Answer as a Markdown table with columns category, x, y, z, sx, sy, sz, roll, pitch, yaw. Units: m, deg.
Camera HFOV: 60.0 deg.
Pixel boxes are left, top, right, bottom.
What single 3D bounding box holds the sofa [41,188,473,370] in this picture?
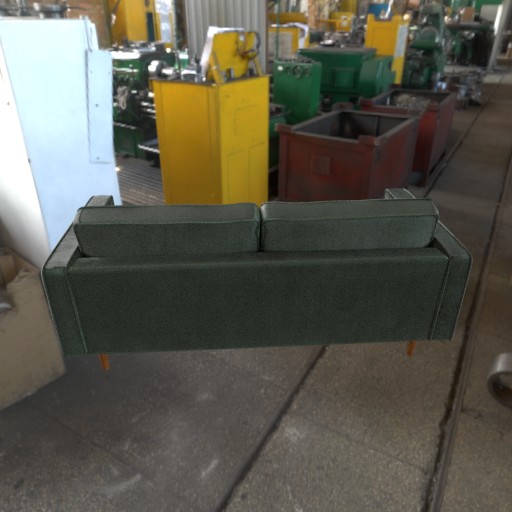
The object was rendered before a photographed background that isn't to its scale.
| category | x | y | z | sx | sy | sz | roll | pitch | yaw |
| --- | --- | --- | --- | --- | --- | --- | --- | --- | --- |
| sofa | 0.000 | 0.000 | 2.281 | 1.816 | 0.781 | 0.886 | -2 | 29 | -3 |
